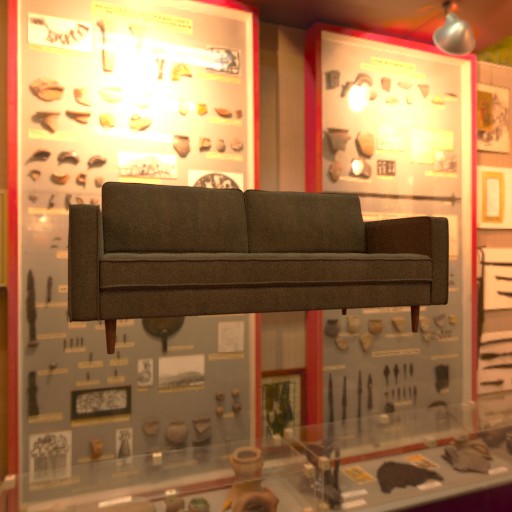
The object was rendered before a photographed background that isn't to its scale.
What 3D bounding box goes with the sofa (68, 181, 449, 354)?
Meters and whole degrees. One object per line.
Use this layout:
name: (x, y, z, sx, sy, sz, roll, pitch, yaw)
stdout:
sofa: (0.000, 0.000, 2.486, 1.920, 0.825, 0.924, 0, 0, -19)
